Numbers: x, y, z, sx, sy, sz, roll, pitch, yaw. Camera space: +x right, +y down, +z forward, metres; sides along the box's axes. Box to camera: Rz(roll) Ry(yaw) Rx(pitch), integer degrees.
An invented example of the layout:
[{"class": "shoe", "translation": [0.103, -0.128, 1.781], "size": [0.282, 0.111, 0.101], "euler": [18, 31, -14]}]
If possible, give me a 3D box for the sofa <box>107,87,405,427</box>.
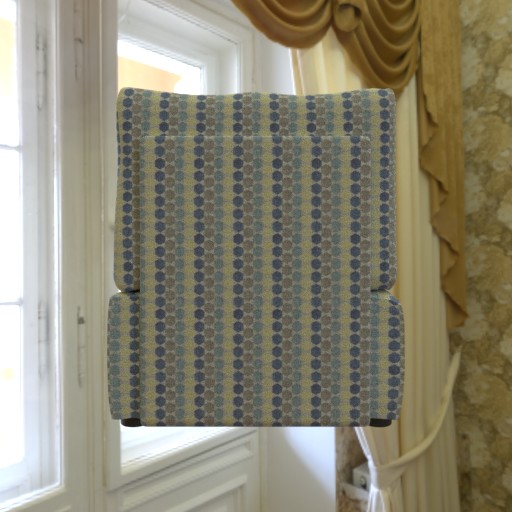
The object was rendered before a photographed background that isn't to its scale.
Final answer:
[{"class": "sofa", "translation": [0.000, 0.000, 1.513], "size": [0.700, 0.820, 1.000], "euler": [0, 0, 0]}]
